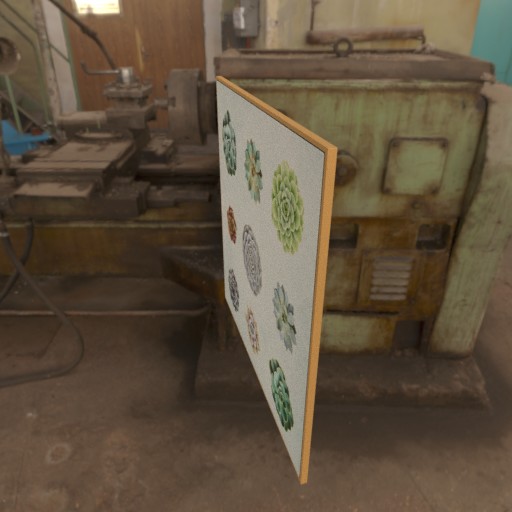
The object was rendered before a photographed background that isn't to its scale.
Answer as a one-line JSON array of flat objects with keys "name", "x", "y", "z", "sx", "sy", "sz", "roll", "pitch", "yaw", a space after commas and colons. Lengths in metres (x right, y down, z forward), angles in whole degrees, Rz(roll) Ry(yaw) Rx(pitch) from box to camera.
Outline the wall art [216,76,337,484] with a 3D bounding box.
[{"name": "wall art", "x": 0.000, "y": 0.000, "z": 0.971, "sx": 0.014, "sy": 0.655, "sz": 0.657, "roll": -8, "pitch": 30, "yaw": -14}]
